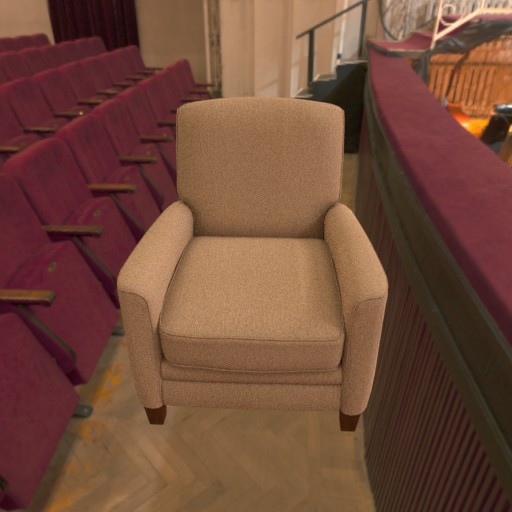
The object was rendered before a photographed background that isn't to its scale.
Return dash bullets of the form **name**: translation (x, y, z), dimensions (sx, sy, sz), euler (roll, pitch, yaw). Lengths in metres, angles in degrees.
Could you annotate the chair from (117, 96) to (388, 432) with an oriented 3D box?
- **chair**: translation (0.000, 0.000, 1.678), dimensions (0.848, 1.014, 0.864), euler (1, 30, 2)
